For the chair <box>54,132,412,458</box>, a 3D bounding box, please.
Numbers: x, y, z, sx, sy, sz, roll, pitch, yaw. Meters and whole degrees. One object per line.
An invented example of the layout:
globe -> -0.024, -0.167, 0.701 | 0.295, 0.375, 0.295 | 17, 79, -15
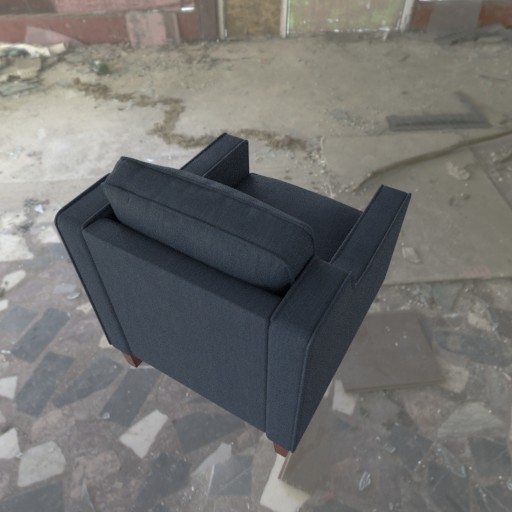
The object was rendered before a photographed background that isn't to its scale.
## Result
chair -> 0.000, 0.000, 1.640 | 0.831, 0.960, 0.909 | 23, 51, 21
